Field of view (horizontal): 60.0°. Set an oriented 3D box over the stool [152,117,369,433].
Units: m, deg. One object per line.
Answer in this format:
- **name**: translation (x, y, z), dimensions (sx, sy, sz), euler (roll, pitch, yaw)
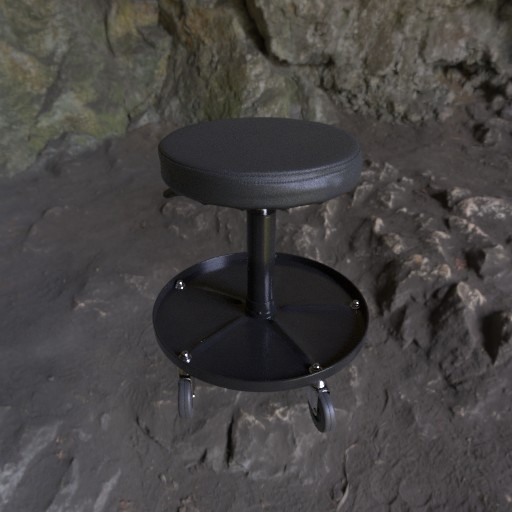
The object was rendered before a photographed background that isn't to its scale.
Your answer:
- **stool**: translation (0.000, 0.000, 0.685), dimensions (0.382, 0.365, 0.381), euler (1, 30, 2)
